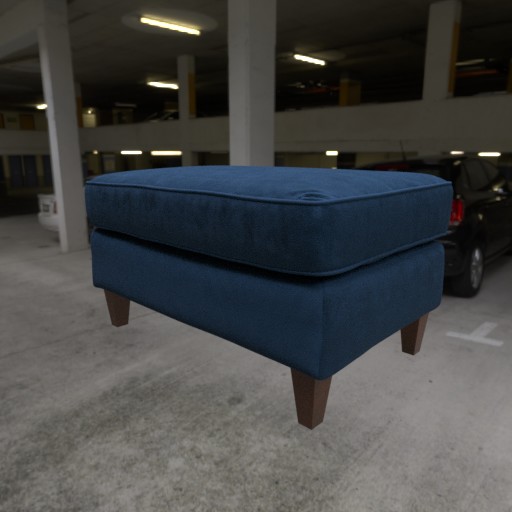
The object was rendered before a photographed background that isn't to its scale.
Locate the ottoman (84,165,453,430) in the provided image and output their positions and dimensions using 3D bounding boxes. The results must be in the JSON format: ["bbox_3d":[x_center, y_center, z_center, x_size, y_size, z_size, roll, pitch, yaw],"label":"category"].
[{"bbox_3d":[0.000,0.000,1.226,0.862,0.484,0.583,13,18,42],"label":"ottoman"}]
